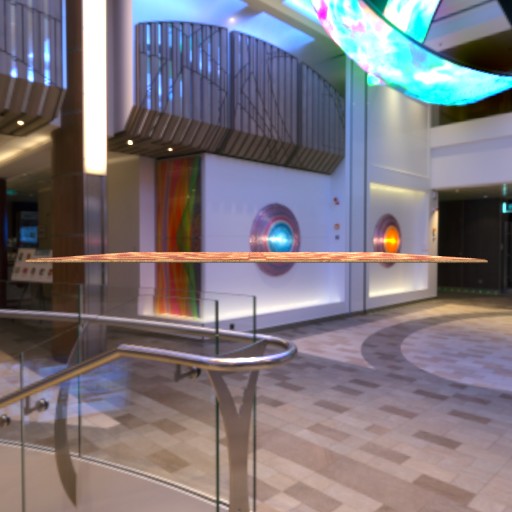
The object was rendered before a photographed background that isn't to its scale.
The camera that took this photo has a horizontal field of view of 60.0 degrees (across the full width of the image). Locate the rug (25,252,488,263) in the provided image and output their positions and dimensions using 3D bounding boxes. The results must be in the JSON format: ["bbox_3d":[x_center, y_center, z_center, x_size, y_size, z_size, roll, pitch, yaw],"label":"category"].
[{"bbox_3d":[0.000,0.000,4.149,3.049,0.021,2.466,0,2,0],"label":"rug"}]
